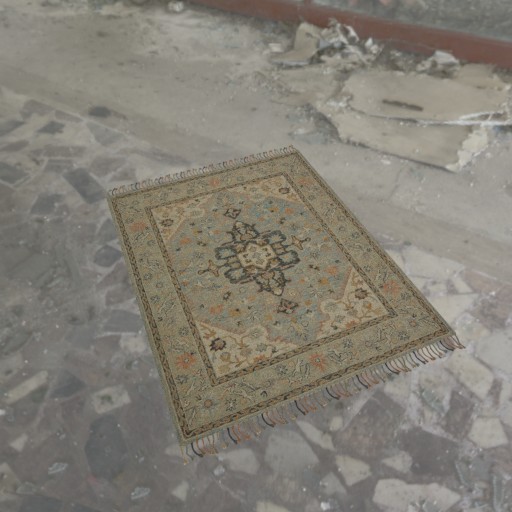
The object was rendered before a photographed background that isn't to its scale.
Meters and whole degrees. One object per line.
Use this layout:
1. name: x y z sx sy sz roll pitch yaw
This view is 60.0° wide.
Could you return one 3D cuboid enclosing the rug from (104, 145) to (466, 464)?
1. rug: 0.000 0.000 3.547 1.971 0.010 2.651 -17 49 -15
